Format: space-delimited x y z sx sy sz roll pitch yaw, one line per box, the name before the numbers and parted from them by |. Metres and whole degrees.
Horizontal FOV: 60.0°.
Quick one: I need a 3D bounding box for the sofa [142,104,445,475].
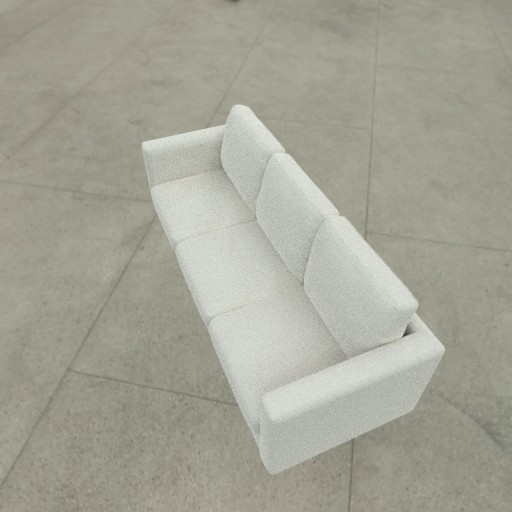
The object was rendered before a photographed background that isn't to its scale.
sofa | 0.000 0.000 2.478 0.802 0.912 2.029 -17 48 -16
